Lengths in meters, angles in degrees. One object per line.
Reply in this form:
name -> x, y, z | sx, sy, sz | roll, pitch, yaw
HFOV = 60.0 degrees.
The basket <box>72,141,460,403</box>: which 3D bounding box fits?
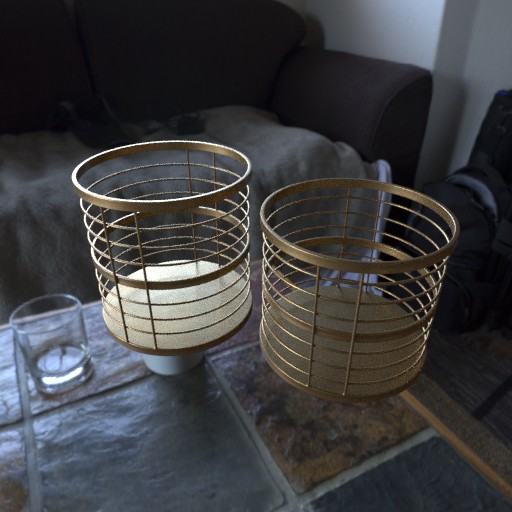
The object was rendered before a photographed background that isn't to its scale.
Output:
basket -> 0.000, 0.000, 0.936 | 0.746, 0.351, 0.356 | 10, 32, 16
